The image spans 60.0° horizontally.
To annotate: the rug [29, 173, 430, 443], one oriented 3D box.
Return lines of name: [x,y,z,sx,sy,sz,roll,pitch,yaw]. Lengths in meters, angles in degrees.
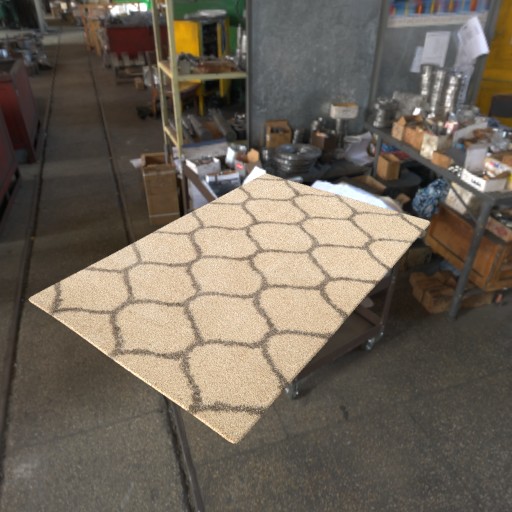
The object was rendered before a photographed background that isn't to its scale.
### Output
rug: [0.000,0.000,3.422,1.801,0.026,2.701,22,39,30]
